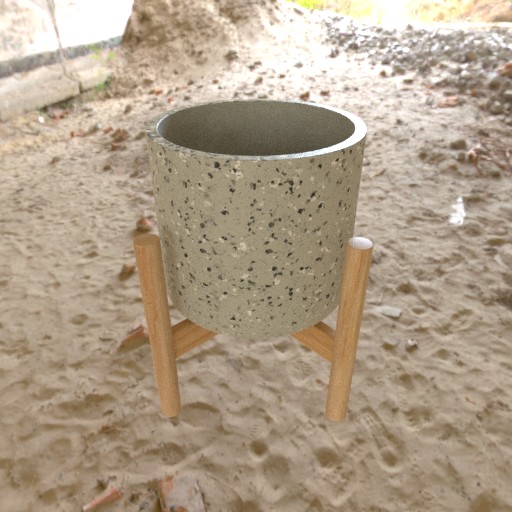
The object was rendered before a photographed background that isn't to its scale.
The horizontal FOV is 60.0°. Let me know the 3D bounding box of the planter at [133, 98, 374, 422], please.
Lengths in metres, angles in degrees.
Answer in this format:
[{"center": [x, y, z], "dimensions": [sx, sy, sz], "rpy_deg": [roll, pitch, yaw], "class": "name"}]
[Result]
[{"center": [0.000, 0.000, 0.538], "dimensions": [0.284, 0.320, 0.284], "rpy_deg": [-11, 34, -17], "class": "planter"}]
